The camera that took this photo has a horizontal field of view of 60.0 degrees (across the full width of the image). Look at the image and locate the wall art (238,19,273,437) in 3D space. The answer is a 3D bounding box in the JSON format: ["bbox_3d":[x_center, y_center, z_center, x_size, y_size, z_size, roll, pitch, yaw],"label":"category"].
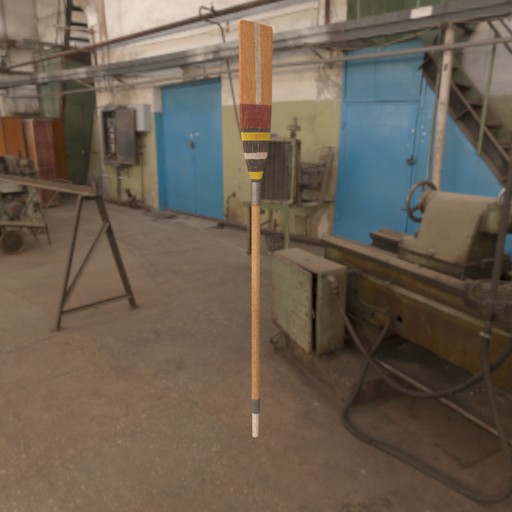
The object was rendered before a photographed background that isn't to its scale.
[{"bbox_3d":[0.000,0.000,1.637,0.146,1.556,0.038,-15,22,-42],"label":"wall art"}]
